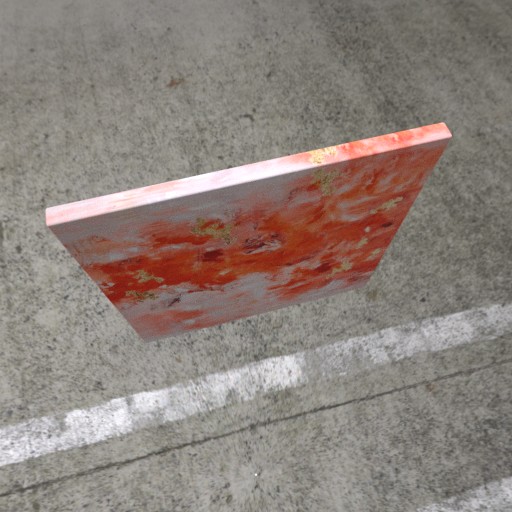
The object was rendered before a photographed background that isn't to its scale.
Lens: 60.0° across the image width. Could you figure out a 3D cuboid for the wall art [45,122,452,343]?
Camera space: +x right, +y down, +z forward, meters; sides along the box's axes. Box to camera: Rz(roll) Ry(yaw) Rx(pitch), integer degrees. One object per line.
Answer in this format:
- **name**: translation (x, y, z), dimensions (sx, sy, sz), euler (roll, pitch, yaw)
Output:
- **wall art**: translation (0.000, 0.000, 1.134), dimensions (0.747, 0.746, 0.064), euler (-14, 65, -7)
